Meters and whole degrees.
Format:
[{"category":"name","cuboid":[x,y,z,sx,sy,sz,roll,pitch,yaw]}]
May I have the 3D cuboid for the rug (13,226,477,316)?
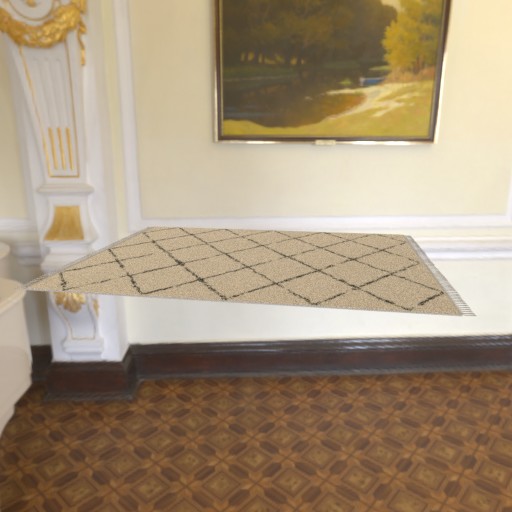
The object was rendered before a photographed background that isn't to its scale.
[{"category":"rug","cuboid":[0.000,0.000,3.988,3.051,0.013,2.380,2,15,9]}]
